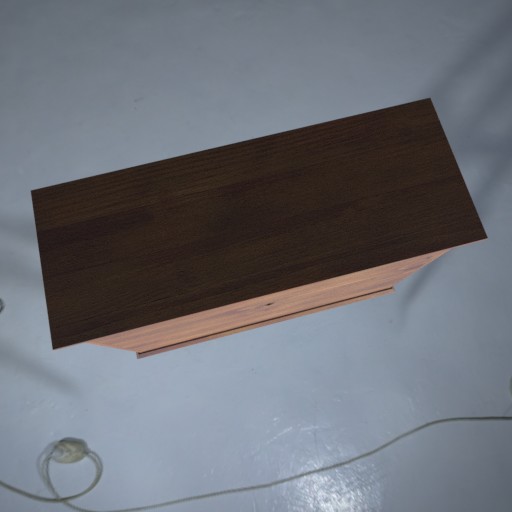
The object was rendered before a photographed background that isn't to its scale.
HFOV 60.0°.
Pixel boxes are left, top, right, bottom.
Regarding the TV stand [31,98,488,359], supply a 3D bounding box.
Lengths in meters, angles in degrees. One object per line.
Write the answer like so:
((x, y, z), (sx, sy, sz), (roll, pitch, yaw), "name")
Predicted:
((0.000, 0.000, 1.491), (1.067, 0.813, 0.406), (-14, 76, -4), "TV stand")
